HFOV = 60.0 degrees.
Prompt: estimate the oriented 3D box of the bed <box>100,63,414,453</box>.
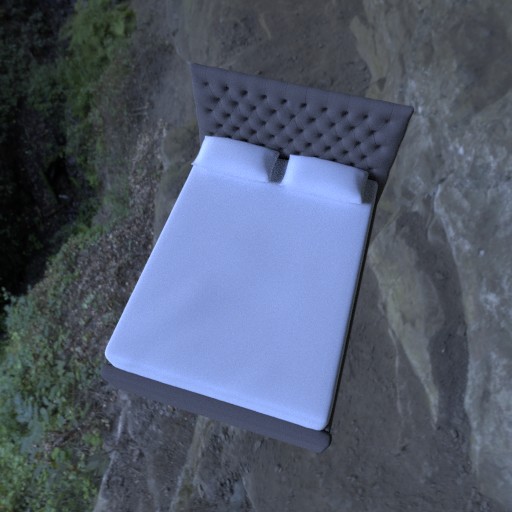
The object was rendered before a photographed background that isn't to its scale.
[{"bbox_3d":[0.000,0.000,3.330,1.696,1.426,2.233,15,61,8],"label":"bed"}]
